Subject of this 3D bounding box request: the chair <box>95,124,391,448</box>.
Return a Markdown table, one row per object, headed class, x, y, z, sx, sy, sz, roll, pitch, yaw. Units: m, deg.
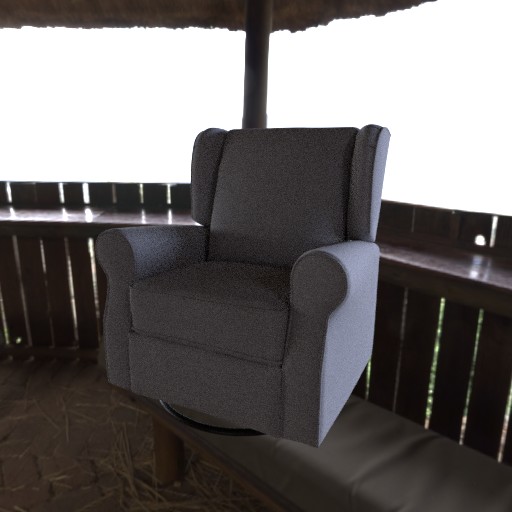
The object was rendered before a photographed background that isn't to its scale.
| class | x | y | z | sx | sy | sz | roll | pitch | yaw |
| --- | --- | --- | --- | --- | --- | --- | --- | --- | --- |
| chair | 0.000 | 0.000 | 1.675 | 0.906 | 0.966 | 0.854 | 7 | 16 | 26 |
